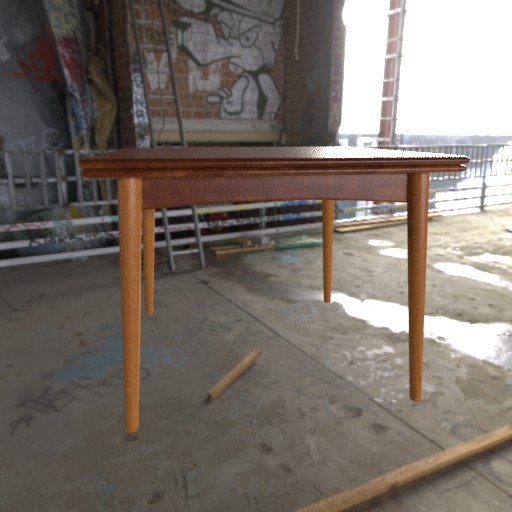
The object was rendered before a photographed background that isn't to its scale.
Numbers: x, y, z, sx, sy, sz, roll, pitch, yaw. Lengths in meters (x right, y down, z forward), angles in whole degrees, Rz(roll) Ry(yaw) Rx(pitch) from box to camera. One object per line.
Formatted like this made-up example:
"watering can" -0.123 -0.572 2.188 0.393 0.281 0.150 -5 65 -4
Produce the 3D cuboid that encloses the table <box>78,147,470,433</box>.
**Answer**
"table" 0.000 0.000 1.632 0.991 0.754 0.991 -3 16 -10
